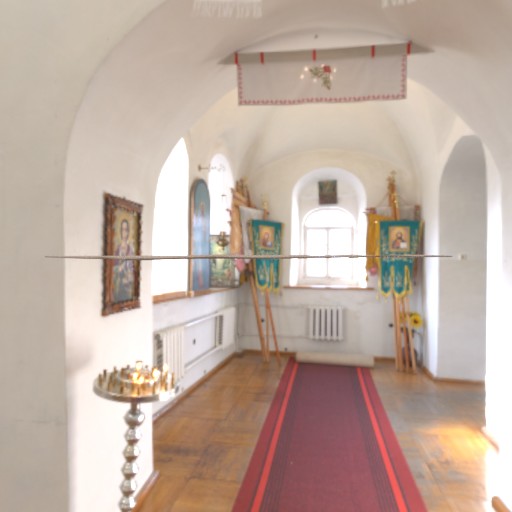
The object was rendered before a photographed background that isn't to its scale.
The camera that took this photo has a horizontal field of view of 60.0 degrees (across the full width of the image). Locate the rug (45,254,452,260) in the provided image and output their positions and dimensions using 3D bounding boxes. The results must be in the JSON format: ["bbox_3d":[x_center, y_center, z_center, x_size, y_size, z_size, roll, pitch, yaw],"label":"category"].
[{"bbox_3d":[0.000,0.000,3.122,2.439,0.015,1.524,0,1,-36],"label":"rug"}]
